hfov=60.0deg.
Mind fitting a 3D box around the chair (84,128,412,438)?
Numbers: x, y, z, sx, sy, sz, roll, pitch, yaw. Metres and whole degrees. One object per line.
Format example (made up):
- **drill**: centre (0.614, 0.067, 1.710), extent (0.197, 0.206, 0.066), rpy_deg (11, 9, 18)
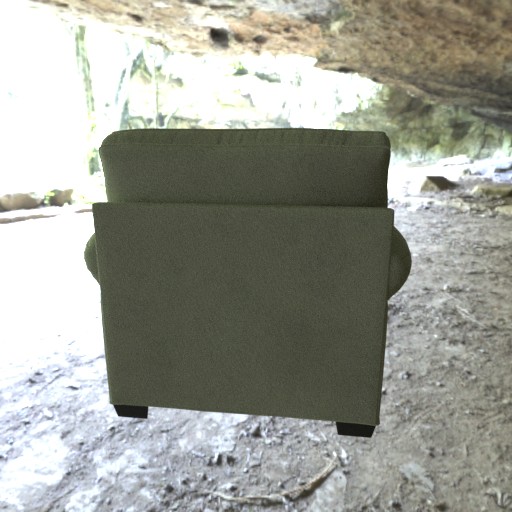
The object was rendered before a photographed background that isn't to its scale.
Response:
- **chair**: centre (0.000, 0.000, 1.891), extent (1.147, 1.044, 0.939), rpy_deg (2, 16, 7)
